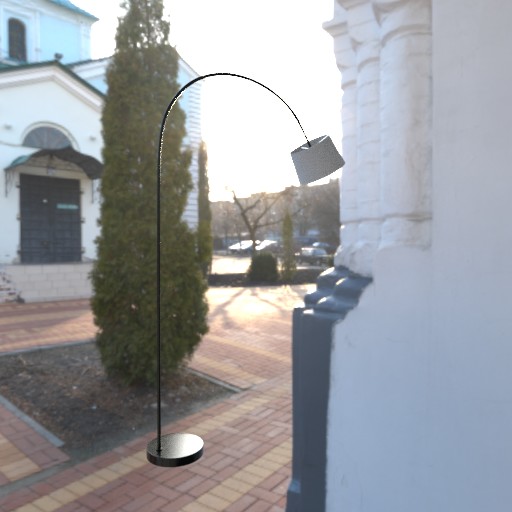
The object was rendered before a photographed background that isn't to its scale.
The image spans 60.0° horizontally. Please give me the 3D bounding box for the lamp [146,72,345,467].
[{"bbox_3d":[0.000,0.000,2.659,1.363,2.104,0.331,-1,2,-36],"label":"lamp"}]
